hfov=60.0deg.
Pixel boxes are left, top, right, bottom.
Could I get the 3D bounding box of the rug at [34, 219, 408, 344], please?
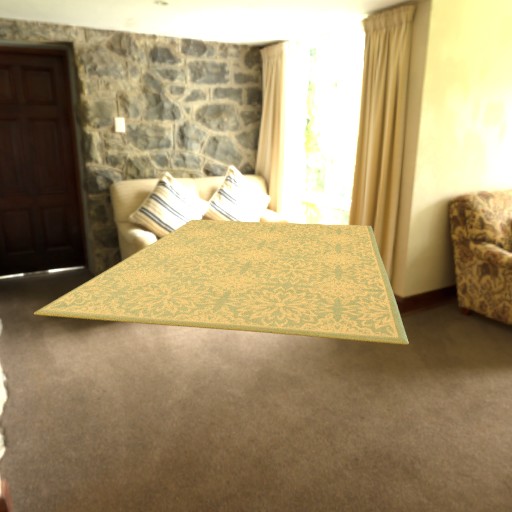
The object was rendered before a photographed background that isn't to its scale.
[{"bbox_3d":[0.000,0.000,2.860,1.589,0.014,2.205,3,16,10],"label":"rug"}]
